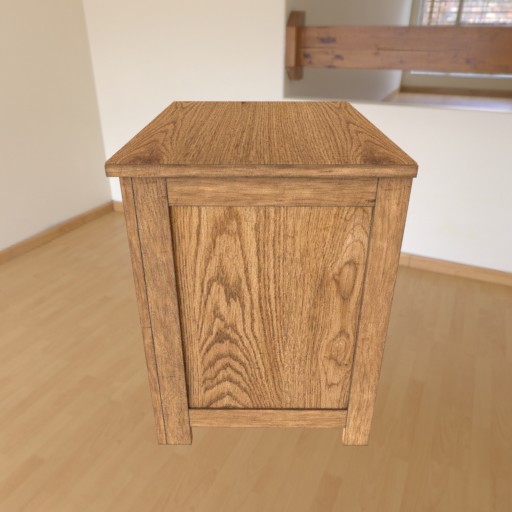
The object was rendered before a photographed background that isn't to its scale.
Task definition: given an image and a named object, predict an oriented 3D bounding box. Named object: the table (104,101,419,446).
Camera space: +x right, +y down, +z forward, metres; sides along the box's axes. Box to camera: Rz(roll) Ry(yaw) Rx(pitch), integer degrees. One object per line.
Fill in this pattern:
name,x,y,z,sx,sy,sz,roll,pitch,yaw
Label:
table,0.000,0.000,1.070,0.494,0.625,0.601,0,28,0
